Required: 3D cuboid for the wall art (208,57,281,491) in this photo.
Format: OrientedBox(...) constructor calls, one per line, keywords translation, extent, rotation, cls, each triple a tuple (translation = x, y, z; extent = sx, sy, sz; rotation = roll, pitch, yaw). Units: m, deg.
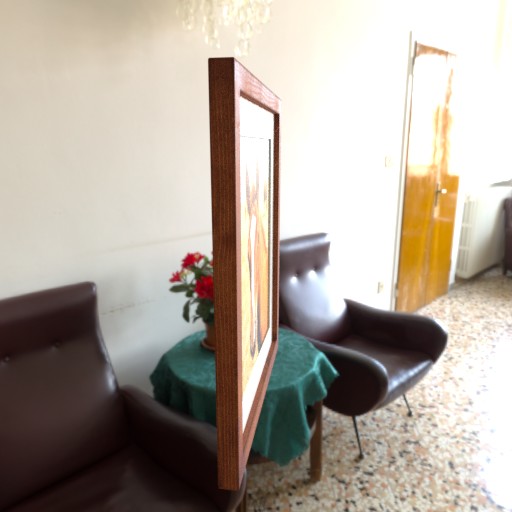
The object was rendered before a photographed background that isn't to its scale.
OrientedBox(translation=(0.000, 0.000, 0.770), extent=(0.030, 0.558, 0.462), rotation=(2, 14, 9), cls="wall art")
